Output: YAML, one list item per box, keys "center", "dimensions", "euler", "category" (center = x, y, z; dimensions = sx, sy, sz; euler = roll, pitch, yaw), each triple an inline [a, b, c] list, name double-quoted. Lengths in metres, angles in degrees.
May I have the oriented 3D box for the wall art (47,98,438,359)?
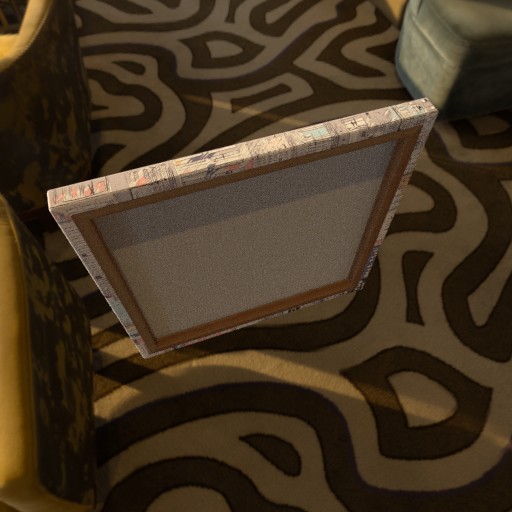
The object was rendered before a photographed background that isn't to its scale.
- center: [0.000, 0.000, 0.919]
  dimensions: [0.607, 0.608, 0.038]
  euler: [-16, 59, -10]
  category: "wall art"
